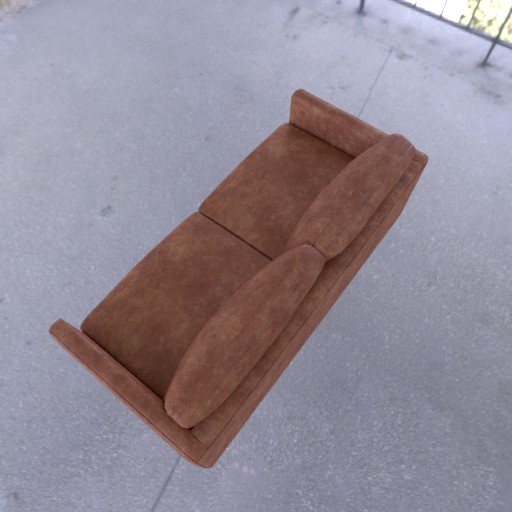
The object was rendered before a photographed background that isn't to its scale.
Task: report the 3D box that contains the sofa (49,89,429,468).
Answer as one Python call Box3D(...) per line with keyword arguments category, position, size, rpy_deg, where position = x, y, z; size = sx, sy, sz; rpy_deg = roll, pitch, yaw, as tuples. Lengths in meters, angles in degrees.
Box3D(category="sofa", position=(0.000, 0.000, 2.421), size=(0.923, 0.863, 1.971), rpy_deg=(34, 67, 17))
